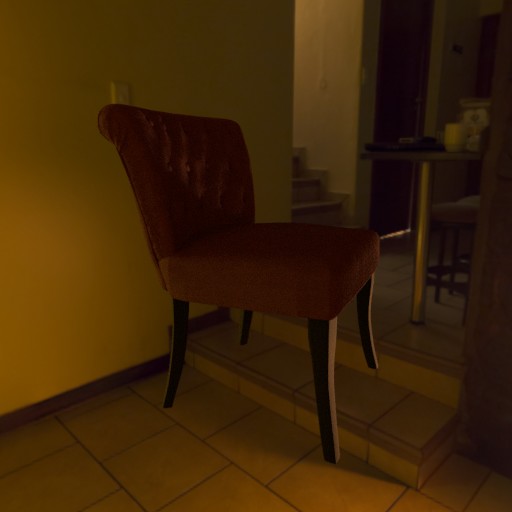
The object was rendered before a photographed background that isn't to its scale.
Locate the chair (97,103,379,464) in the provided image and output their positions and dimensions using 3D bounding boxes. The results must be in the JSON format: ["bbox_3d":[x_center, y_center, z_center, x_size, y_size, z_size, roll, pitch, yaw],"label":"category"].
[{"bbox_3d":[0.000,0.000,1.189,0.605,0.750,0.582,6,14,24],"label":"chair"}]
